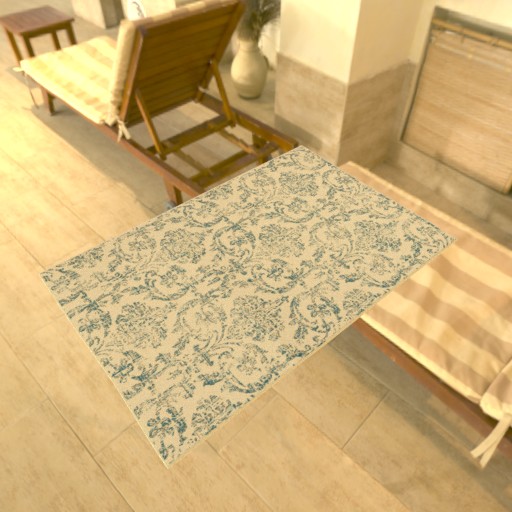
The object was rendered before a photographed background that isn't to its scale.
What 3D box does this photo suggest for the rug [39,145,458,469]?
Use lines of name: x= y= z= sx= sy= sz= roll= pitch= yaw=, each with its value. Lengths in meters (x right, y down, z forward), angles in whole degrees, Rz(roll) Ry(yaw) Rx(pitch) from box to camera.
rug: x=0.000 y=0.000 z=3.457 sx=2.746 sy=0.018 sz=1.819 roll=-31 pitch=54 yaw=-26
